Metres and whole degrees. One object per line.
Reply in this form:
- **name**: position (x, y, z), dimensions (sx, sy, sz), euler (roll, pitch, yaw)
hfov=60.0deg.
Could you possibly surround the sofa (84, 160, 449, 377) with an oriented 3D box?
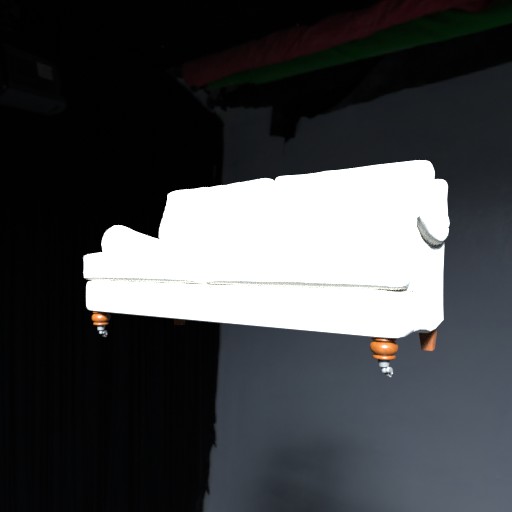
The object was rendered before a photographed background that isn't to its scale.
- **sofa**: position (0.000, 0.000, 2.815), dimensions (2.159, 1.087, 1.086), euler (-1, -1, 33)
